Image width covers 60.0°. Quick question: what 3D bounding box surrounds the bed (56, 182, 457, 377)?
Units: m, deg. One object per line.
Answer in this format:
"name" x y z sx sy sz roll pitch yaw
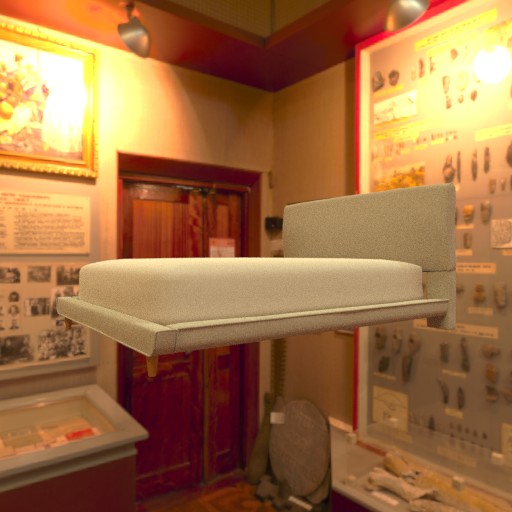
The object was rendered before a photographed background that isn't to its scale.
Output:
"bed" 0.000 0.000 3.267 2.368 1.067 1.840 0 0 -36
